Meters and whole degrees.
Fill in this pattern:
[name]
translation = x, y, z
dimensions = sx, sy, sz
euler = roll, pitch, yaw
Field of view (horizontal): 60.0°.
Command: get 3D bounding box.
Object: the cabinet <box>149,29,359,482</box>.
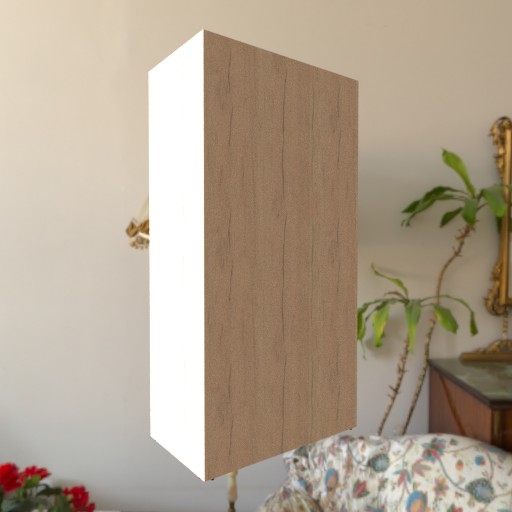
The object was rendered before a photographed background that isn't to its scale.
[cabinet]
translation = 0.000, 0.000, 2.407
dimensions = 0.980, 1.930, 0.580
euler = -1, 2, -37
